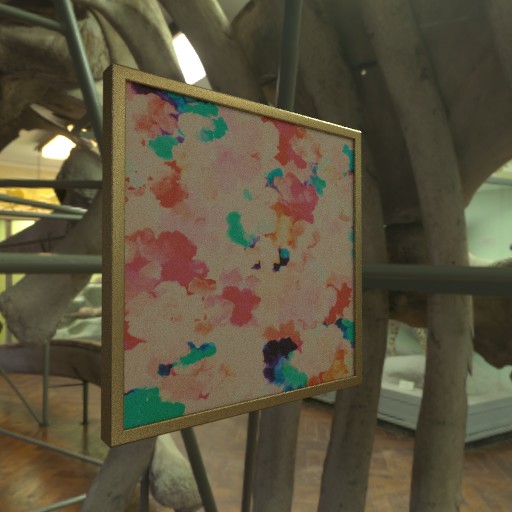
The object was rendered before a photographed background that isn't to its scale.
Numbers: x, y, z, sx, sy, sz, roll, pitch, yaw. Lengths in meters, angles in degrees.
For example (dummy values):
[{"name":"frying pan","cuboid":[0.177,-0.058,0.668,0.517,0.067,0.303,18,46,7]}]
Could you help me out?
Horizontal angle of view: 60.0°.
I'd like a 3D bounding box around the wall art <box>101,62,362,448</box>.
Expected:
[{"name":"wall art","cuboid":[0.000,0.000,0.754,0.510,0.509,0.037,1,-1,-38]}]
